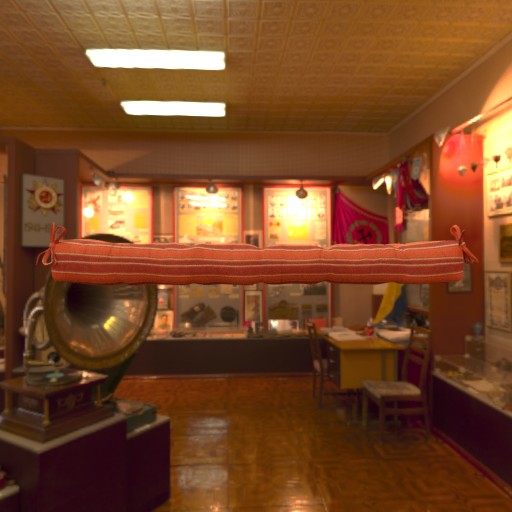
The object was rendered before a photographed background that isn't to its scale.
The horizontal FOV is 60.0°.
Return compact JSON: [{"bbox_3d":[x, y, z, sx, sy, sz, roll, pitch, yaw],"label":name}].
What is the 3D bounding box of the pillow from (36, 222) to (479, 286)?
[{"bbox_3d":[0.000,0.000,1.374,1.194,0.174,0.511,0,-1,-2],"label":"pillow"}]
